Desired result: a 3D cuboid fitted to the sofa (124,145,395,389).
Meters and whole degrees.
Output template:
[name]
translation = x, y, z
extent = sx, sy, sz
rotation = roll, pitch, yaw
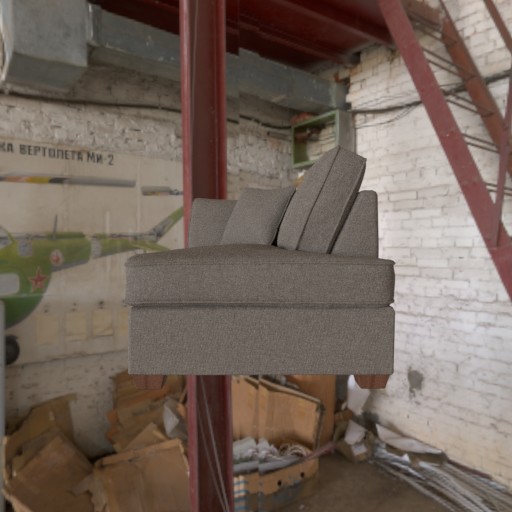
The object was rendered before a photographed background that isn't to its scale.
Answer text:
[sofa]
translation = 0.000, 0.000, 2.831
extent = 1.110, 1.033, 2.237
rotation = 0, 1, -1
